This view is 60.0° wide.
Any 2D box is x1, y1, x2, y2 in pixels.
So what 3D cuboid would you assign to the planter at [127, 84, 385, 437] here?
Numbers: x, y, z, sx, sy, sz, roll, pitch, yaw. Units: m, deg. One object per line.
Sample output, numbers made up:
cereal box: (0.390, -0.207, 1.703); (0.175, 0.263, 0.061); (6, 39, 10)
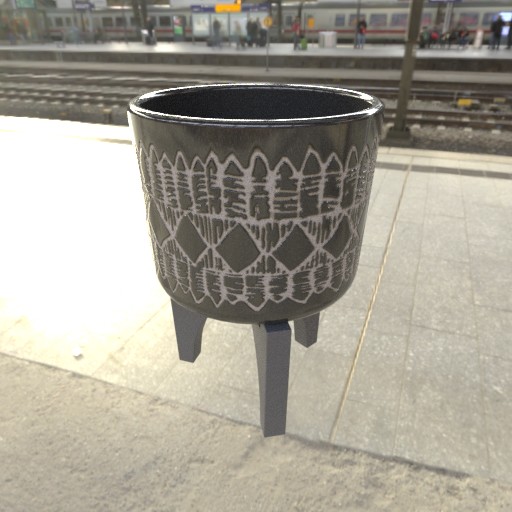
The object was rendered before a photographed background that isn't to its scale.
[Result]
planter: (0.000, 0.000, 0.523); (0.251, 0.355, 0.251); (9, 29, 16)
